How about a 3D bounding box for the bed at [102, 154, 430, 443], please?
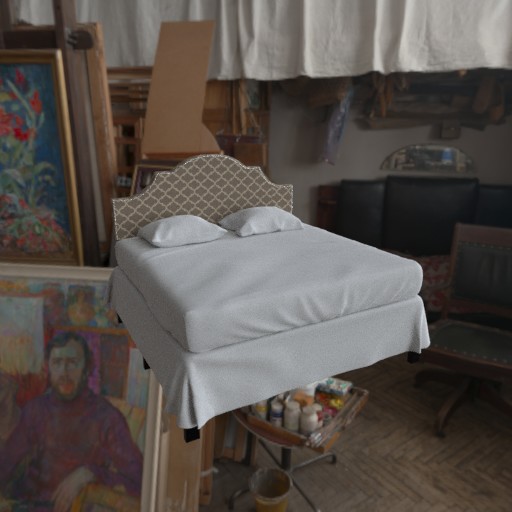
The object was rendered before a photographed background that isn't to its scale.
[{"bbox_3d":[0.000,0.000,3.841,2.314,1.601,2.222,-9,19,-27],"label":"bed"}]
